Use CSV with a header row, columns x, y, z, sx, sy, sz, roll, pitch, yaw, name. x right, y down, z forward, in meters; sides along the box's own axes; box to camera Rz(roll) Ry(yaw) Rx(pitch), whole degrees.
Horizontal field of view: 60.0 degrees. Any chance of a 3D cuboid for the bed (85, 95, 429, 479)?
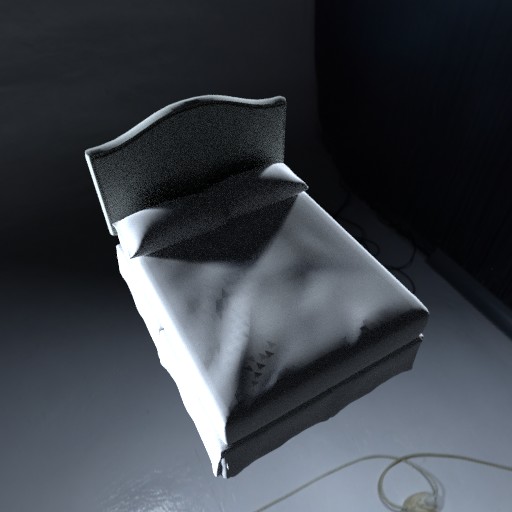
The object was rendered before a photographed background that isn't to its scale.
x,y,z,sx,sy,sz,roll,pitch,yaw,name
0.000,0.000,3.374,1.813,1.607,2.180,-23,50,-20,bed
